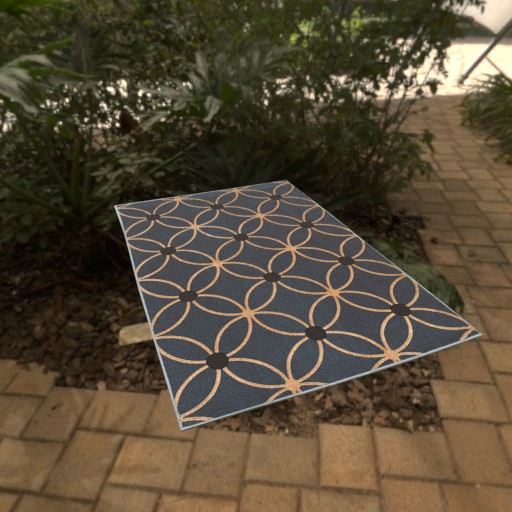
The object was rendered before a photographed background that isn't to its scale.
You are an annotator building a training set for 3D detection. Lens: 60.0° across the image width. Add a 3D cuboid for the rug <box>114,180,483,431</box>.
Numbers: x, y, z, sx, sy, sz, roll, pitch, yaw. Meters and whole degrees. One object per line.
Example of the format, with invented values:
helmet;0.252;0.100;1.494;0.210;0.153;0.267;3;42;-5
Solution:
rug;0.000;0.000;2.849;1.522;0.008;2.284;-12;32;-19
